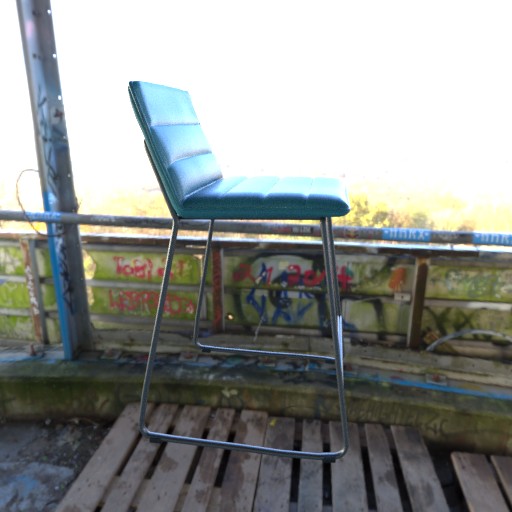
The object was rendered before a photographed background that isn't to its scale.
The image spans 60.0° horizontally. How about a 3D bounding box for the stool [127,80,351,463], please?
[{"bbox_3d":[0.000,0.000,1.189,0.524,0.866,0.489,3,17,9],"label":"stool"}]
